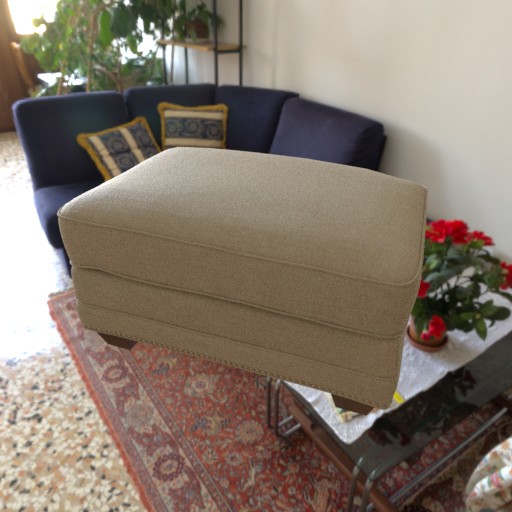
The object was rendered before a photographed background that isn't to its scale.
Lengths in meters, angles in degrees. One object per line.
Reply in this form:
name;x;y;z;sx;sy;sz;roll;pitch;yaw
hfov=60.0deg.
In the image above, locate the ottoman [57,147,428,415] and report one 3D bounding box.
ottoman;0.000;0.000;1.184;0.813;0.458;0.559;10;32;17
